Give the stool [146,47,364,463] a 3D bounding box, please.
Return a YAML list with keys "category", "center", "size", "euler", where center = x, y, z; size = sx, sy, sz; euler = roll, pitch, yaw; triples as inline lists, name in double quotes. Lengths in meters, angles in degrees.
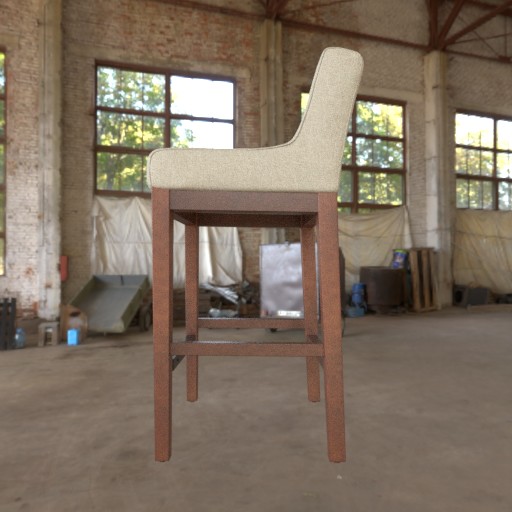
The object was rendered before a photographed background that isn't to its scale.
- category: "stool"
  center: [0.000, 0.000, 1.230]
  size: [0.500, 0.937, 0.511]
  euler: [0, -1, 1]
